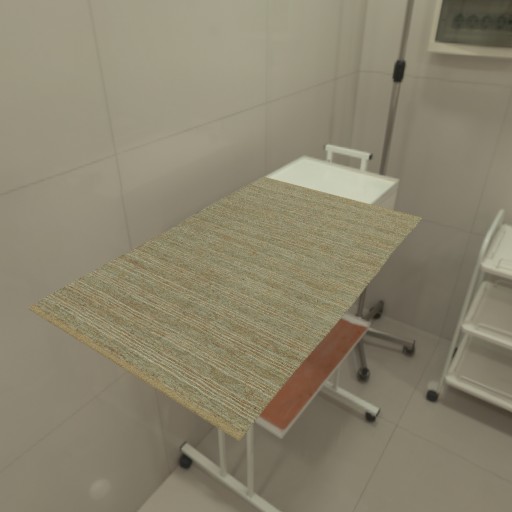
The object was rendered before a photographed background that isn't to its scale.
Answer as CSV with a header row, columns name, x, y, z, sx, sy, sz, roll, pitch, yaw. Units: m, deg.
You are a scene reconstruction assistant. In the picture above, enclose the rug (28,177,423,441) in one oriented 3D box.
name,x,y,z,sx,sy,sz,roll,pitch,yaw
rug,0.000,0.000,3.048,1.540,0.012,2.448,20,37,29
